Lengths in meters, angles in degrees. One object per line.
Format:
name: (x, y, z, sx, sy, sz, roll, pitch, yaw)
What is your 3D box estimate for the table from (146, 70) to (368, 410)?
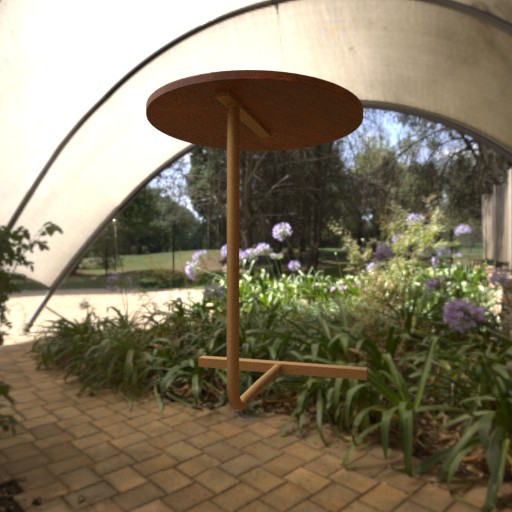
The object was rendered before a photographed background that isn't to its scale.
table: (0.000, 0.000, 1.127, 0.530, 0.706, 0.577, 0, 0, 17)
